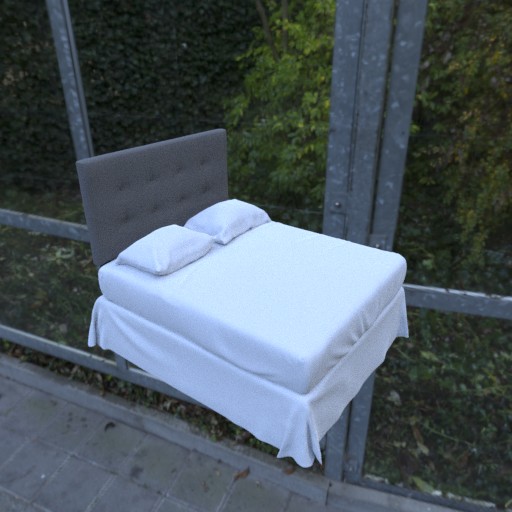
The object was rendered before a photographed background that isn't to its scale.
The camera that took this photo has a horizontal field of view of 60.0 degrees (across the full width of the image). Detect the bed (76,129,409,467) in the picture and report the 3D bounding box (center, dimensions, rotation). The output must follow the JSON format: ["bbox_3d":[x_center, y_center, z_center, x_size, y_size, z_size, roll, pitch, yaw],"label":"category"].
[{"bbox_3d":[0.000,0.000,3.577,2.222,1.577,1.936,18,31,32],"label":"bed"}]
